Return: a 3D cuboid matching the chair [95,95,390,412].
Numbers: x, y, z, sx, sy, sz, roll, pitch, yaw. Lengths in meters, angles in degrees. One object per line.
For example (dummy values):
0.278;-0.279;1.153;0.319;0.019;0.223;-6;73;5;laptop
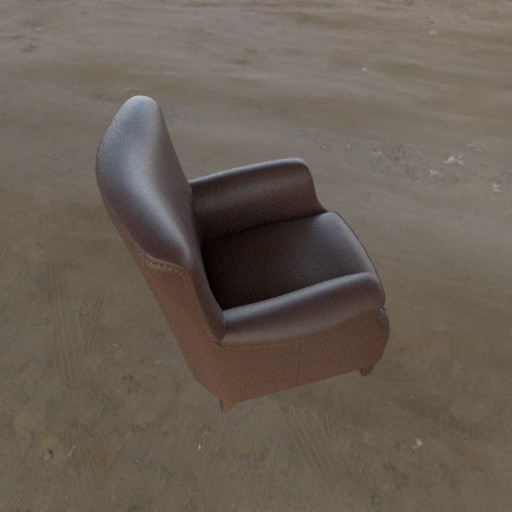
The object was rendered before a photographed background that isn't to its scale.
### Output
0.000;0.000;1.332;0.746;0.800;0.700;-11;47;-10;chair
